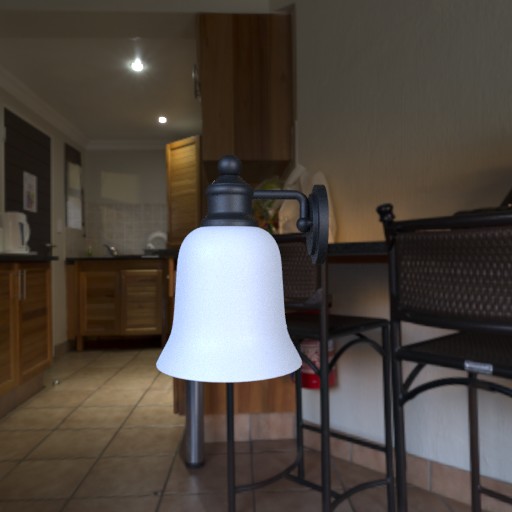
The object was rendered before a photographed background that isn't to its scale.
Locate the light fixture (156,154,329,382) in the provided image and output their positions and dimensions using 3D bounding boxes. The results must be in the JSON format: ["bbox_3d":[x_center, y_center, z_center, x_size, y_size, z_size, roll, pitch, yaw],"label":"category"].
[{"bbox_3d":[0.000,0.000,0.659,0.198,0.211,0.570,0,0,0],"label":"light fixture"}]
